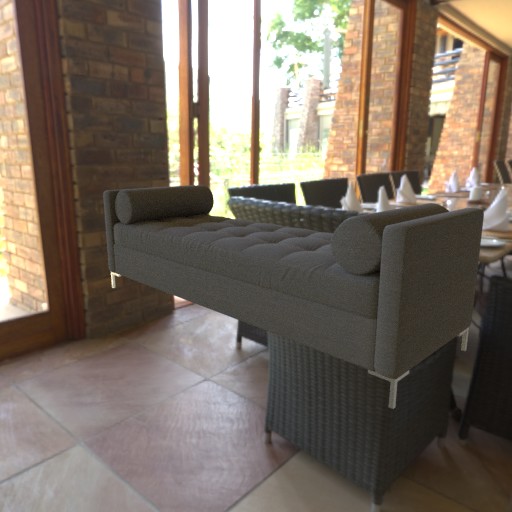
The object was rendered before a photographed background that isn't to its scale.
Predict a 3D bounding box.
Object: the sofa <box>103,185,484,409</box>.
[{"bbox_3d":[0.000,0.000,2.330,1.981,0.635,0.686,13,18,44],"label":"sofa"}]
